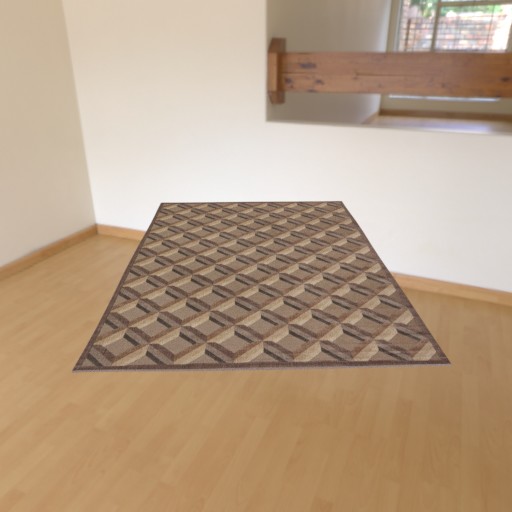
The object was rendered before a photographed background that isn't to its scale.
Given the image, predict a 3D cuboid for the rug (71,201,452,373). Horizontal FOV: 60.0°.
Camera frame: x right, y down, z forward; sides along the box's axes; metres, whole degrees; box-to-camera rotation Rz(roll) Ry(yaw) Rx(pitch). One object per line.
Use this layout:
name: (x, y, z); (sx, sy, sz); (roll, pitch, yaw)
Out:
rug: (0.000, 0.000, 2.876); (1.600, 0.013, 2.260); (-1, 25, -1)
